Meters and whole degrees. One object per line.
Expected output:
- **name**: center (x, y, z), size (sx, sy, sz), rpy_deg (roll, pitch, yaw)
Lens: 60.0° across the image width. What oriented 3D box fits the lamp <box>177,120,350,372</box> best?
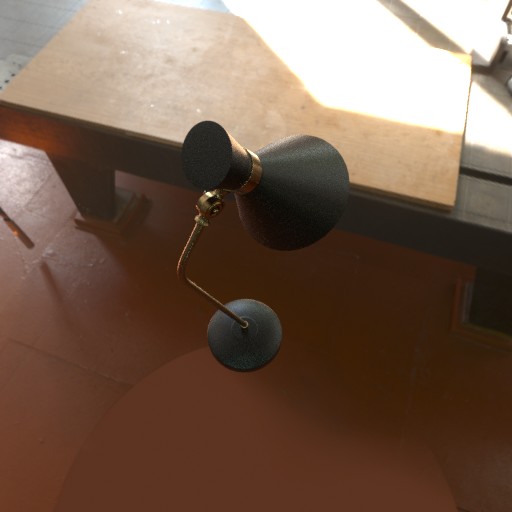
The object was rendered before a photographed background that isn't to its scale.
- **lamp**: center (0.000, 0.000, 0.781), size (0.292, 0.647, 0.189), rpy_deg (-32, 63, -19)
